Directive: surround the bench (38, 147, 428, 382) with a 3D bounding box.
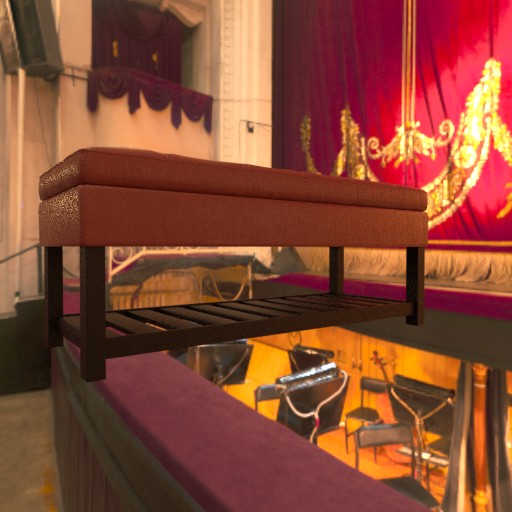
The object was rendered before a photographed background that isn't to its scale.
[{"bbox_3d":[0.000,0.000,1.307,1.105,0.460,0.432,-1,1,-36],"label":"bench"}]
